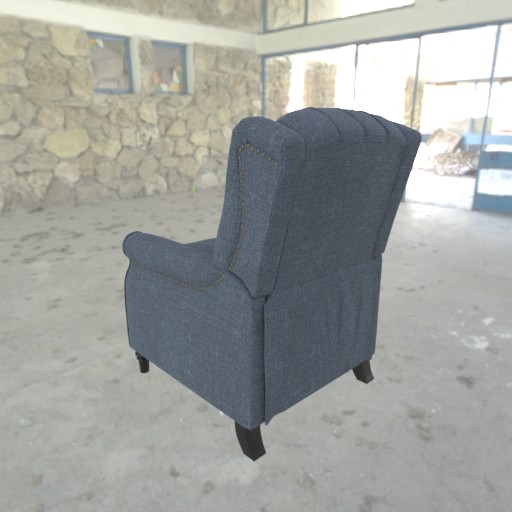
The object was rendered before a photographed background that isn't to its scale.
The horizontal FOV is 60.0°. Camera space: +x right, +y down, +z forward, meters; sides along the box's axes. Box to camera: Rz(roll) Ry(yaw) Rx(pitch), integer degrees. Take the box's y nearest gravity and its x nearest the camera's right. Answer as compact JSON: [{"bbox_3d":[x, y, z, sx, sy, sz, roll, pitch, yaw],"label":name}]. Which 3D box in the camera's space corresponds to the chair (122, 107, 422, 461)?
[{"bbox_3d":[0.000,0.000,1.656,0.742,1.035,0.898,-15,22,-41],"label":"chair"}]
